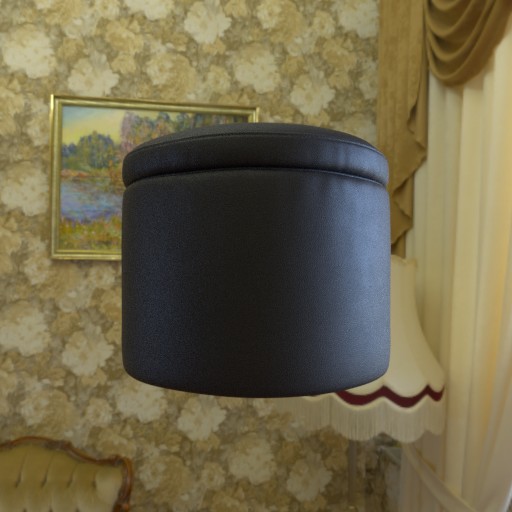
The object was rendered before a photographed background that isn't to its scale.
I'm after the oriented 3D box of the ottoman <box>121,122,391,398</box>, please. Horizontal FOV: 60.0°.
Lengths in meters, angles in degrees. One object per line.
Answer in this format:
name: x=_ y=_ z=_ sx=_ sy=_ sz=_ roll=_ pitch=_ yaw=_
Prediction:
ottoman: x=0.000 y=0.000 z=0.864 sx=0.501 sy=0.409 sz=0.501 roll=0 pitch=-1 yaw=0
